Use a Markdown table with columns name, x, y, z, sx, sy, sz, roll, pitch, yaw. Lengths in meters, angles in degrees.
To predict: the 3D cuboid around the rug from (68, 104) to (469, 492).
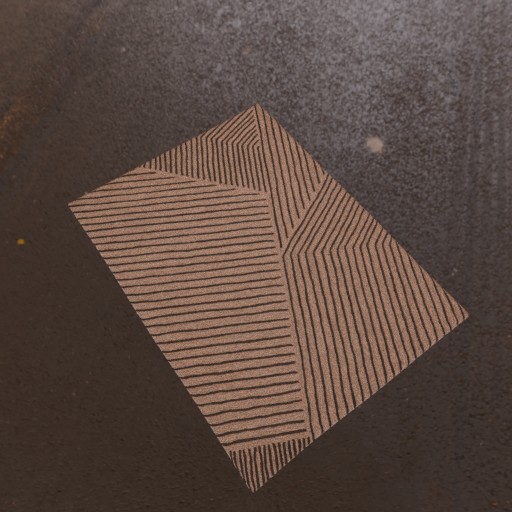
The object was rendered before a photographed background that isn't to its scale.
| name | x | y | z | sx | sy | sz | roll | pitch | yaw |
| --- | --- | --- | --- | --- | --- | --- | --- | --- | --- |
| rug | 0.000 | 0.000 | 3.225 | 1.829 | 0.028 | 2.449 | -33 | 67 | -16 |
